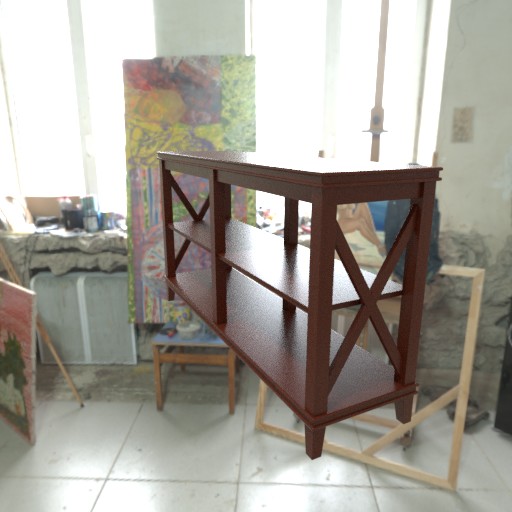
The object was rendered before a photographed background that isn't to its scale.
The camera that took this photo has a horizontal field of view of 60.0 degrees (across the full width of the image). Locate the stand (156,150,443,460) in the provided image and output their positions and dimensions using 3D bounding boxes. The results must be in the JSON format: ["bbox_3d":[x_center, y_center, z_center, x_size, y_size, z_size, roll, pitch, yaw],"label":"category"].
[{"bbox_3d":[0.000,0.000,1.748,0.381,0.762,1.372,-8,17,-26],"label":"stand"}]
